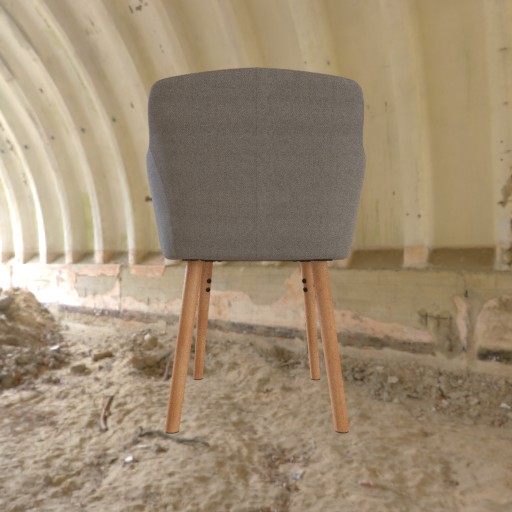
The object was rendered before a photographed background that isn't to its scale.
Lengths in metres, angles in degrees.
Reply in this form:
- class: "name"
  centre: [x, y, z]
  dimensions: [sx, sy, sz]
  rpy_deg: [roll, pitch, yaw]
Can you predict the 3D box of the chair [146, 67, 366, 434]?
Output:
- class: "chair"
  centre: [0.000, 0.000, 1.171]
  dimensions: [0.570, 0.780, 0.540]
  rpy_deg: [0, -1, 0]
